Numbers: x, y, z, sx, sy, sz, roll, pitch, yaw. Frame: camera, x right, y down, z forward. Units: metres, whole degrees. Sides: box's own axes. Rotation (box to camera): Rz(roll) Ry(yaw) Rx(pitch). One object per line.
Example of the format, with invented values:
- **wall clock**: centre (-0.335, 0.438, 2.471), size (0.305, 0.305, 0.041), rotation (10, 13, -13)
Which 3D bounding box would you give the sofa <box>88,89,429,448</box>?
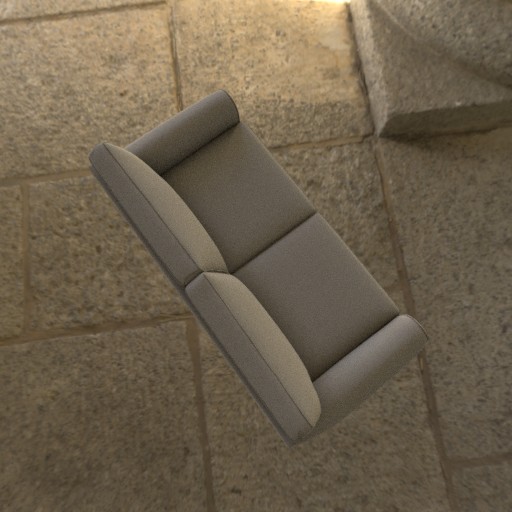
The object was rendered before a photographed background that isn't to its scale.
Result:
- **sofa**: centre (0.000, 0.000, 2.533), size (0.940, 0.952, 1.930), rotation (-36, 79, -8)
